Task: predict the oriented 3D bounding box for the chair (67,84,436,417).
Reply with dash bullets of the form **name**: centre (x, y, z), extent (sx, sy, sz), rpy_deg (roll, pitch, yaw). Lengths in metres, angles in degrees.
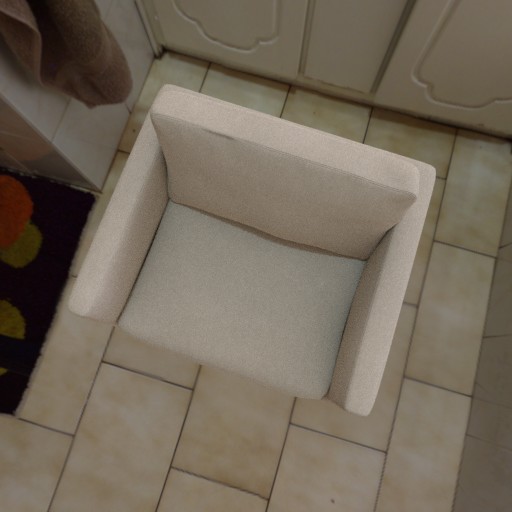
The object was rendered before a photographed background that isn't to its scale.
- **chair**: centre (0.000, 0.000, 1.814), extent (1.107, 0.961, 0.959), rpy_deg (18, 78, 4)
